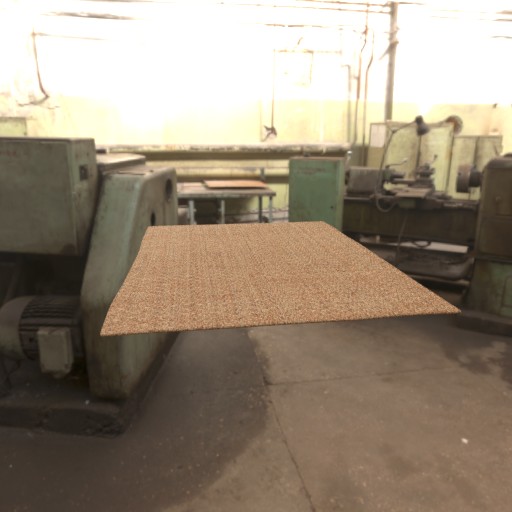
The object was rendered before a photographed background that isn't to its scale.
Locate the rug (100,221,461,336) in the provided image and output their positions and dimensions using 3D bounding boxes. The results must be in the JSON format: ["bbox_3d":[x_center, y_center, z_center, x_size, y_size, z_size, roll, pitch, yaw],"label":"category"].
[{"bbox_3d":[0.000,0.000,2.840,1.566,0.013,2.141,-2,15,-9],"label":"rug"}]
